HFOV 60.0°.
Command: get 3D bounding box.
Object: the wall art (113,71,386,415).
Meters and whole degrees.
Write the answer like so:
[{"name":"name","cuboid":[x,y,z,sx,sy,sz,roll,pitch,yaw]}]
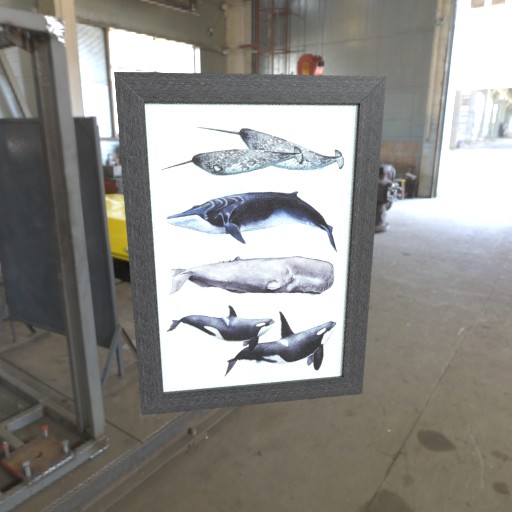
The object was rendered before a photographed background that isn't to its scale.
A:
[{"name":"wall art","cuboid":[0.000,0.000,1.463,0.810,1.116,0.016,-3,16,-9]}]
